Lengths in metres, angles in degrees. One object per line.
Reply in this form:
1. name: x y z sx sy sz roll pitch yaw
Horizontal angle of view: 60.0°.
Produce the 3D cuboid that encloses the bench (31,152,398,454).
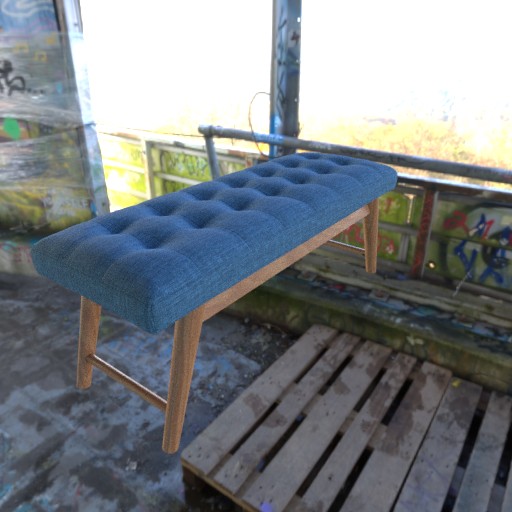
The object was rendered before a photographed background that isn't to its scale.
1. bench: 0.000 0.000 1.331 0.406 0.432 1.118 18 31 33
